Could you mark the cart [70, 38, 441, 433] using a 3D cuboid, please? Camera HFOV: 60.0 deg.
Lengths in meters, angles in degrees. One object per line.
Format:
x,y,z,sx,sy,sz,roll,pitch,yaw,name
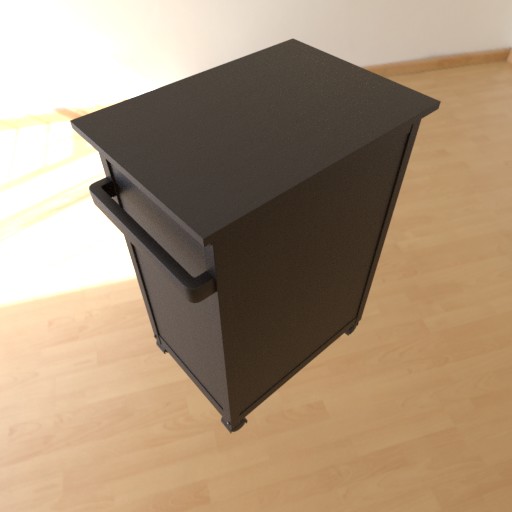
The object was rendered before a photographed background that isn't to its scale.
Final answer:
0.000,0.000,1.245,0.660,0.879,0.456,-33,55,-27,cart
